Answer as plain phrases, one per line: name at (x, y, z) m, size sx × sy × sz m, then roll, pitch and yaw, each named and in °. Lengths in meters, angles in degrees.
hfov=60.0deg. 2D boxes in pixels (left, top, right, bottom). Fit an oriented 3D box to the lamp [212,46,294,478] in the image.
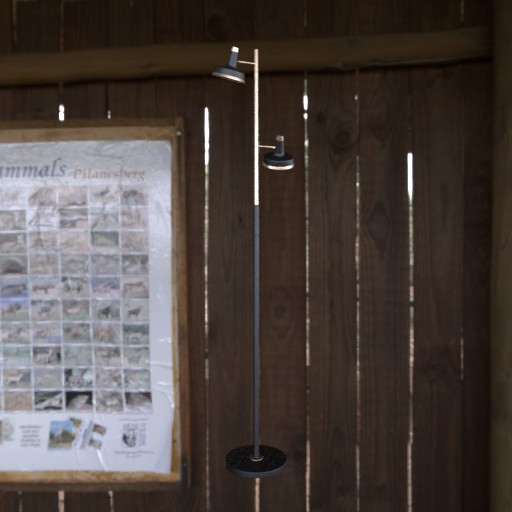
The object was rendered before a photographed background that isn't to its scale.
lamp at (0.000, 0.000, 1.797) m, size 0.351 × 1.674 × 0.253 m, roll 0°, pitch 0°, yaw -17°
